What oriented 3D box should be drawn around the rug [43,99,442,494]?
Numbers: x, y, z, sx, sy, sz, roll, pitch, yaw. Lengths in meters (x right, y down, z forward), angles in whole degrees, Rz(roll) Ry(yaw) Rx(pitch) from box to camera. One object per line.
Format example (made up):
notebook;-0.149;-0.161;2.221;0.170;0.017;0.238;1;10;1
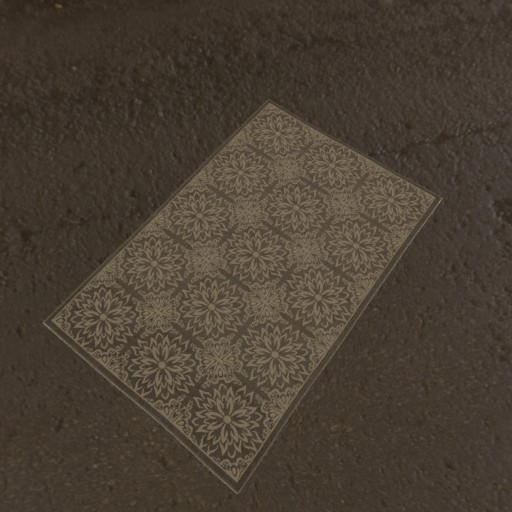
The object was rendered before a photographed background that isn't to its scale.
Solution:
rug;0.000;0.000;3.462;1.819;0.018;2.746;35;69;15
